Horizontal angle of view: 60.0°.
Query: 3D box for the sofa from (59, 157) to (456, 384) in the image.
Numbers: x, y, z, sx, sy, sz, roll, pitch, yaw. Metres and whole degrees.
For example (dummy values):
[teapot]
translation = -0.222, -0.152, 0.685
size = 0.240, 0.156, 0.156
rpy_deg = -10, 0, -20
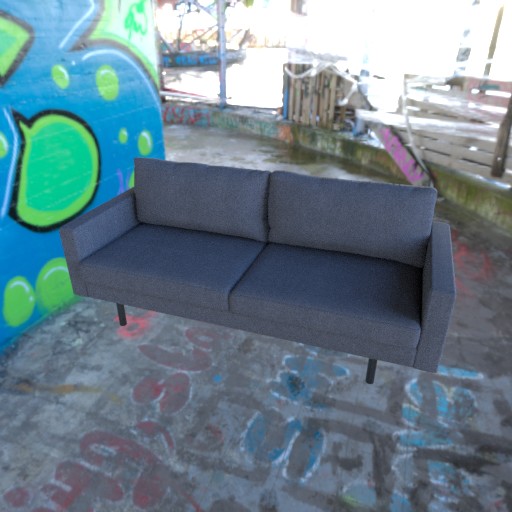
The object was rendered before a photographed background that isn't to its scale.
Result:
[sofa]
translation = 0.000, 0.000, 2.622
size = 2.100, 0.880, 0.880
rpy_deg = 9, 29, 17
